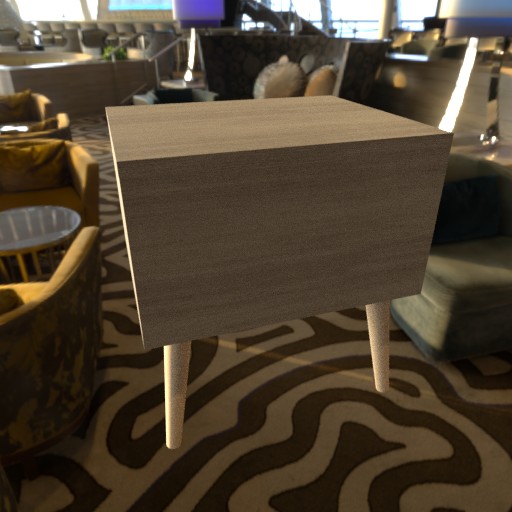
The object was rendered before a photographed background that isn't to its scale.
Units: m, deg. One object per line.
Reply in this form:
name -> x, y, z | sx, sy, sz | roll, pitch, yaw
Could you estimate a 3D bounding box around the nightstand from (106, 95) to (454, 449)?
nightstand -> 0.000, 0.000, 0.825 | 0.450, 0.500, 0.380 | -9, 29, -16
